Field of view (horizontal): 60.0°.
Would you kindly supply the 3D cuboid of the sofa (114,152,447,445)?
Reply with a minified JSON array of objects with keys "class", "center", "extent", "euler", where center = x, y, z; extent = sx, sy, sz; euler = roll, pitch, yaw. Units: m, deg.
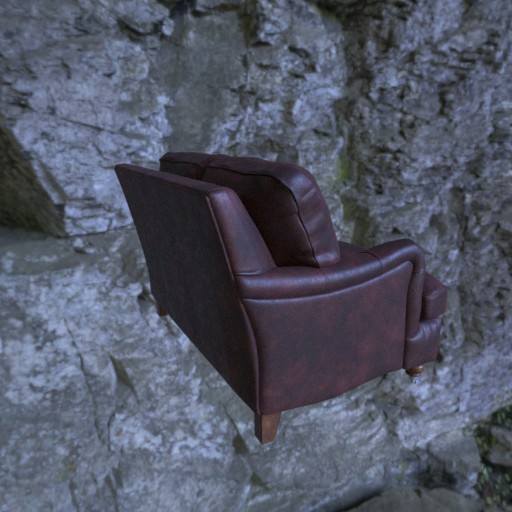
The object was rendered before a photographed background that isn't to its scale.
[{"class":"sofa","center":[0.000,0.000,2.377],"extent":[1.148,1.070,1.628],"euler":[-8,17,-27]}]
